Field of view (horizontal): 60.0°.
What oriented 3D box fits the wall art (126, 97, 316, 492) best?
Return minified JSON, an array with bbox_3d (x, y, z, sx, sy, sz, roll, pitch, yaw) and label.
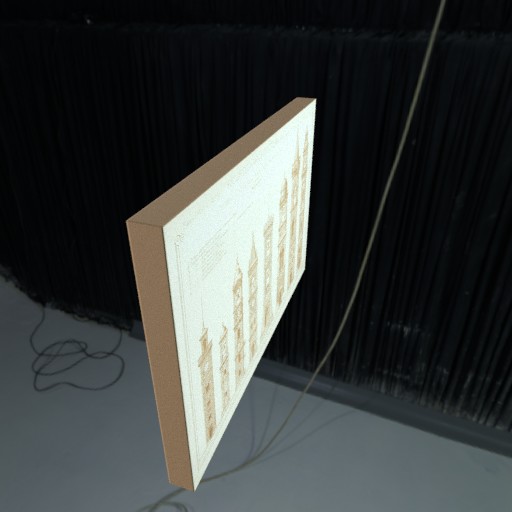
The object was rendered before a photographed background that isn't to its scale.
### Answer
[{"bbox_3d":[0.000,0.000,0.759,0.039,0.407,0.609,10,32,17],"label":"wall art"}]
